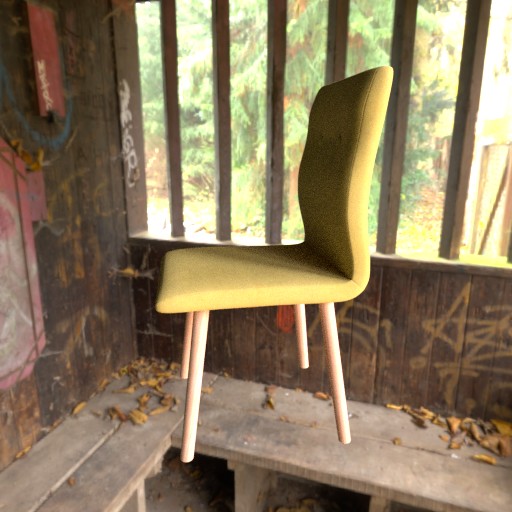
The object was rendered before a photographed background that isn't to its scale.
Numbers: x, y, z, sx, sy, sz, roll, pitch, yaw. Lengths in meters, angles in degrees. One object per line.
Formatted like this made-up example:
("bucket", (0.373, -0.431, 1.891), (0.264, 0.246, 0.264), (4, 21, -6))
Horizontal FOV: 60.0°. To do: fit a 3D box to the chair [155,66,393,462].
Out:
("chair", (0.000, 0.000, 1.269), (0.550, 0.965, 0.450), (-2, 15, -9))
